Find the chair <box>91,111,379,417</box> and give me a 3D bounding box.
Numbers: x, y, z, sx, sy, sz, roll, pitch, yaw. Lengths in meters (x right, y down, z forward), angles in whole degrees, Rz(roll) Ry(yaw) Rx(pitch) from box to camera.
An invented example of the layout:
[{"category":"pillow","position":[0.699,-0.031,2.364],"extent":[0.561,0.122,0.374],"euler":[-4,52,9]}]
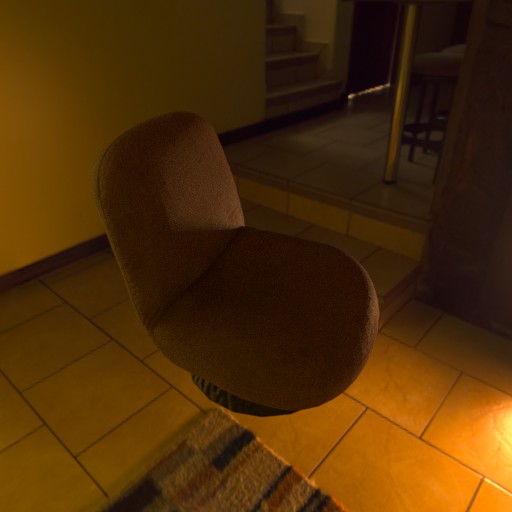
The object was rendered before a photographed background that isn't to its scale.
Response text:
[{"category":"chair","position":[0.000,0.000,1.041],"extent":[0.597,0.594,0.521],"euler":[11,33,19]}]
